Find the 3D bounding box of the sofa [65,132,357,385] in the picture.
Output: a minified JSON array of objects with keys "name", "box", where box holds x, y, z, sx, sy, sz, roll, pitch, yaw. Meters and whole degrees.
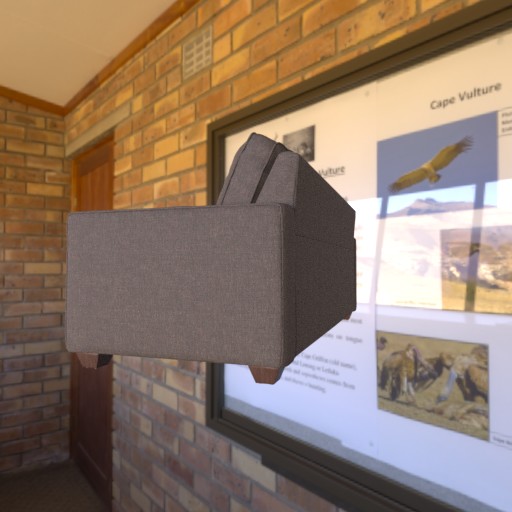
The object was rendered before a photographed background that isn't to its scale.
[{"name":"sofa","box":[0.000,0.000,2.563,0.940,0.919,2.080,0,-1,19]}]
